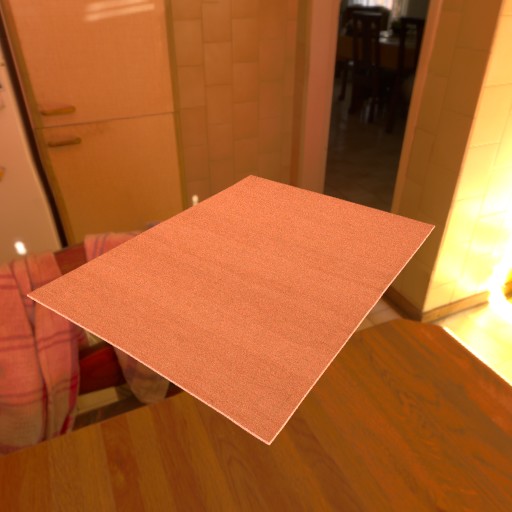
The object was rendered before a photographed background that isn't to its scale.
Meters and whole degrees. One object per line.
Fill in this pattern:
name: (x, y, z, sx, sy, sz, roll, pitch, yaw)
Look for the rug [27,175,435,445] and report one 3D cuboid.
rug: (0.000, 0.000, 4.208, 2.434, 0.045, 3.202, 21, 38, 29)
